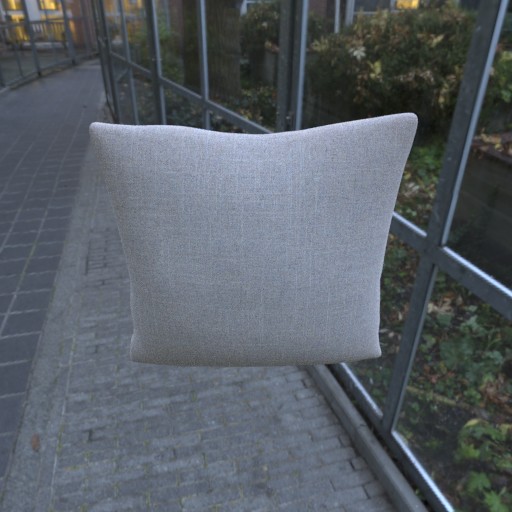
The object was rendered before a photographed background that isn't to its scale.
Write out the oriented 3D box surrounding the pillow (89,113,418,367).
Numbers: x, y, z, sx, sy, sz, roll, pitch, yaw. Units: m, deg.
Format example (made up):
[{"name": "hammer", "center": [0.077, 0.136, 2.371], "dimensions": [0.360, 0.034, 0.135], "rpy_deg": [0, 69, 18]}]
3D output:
[{"name": "pillow", "center": [0.000, 0.000, 0.891], "dimensions": [0.578, 0.558, 0.192], "rpy_deg": [0, 30, -1]}]
